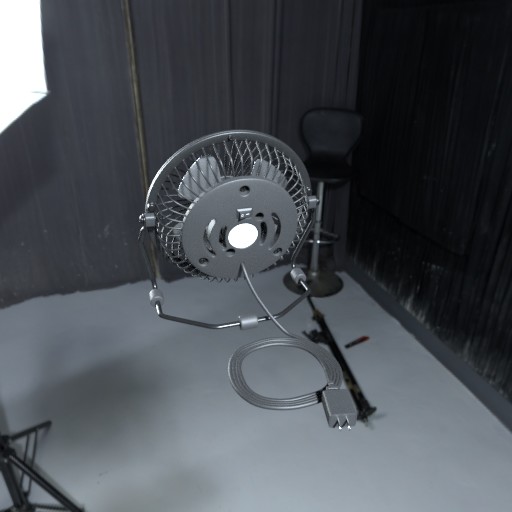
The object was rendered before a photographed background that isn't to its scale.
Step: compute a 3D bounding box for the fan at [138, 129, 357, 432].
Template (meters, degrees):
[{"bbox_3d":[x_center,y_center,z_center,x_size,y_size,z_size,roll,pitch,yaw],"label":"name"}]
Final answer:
[{"bbox_3d":[0.000,0.000,0.308,0.153,0.152,0.202,-8,28,-15],"label":"fan"}]
